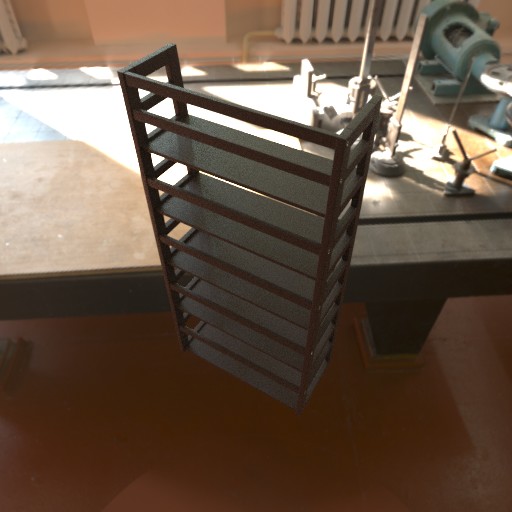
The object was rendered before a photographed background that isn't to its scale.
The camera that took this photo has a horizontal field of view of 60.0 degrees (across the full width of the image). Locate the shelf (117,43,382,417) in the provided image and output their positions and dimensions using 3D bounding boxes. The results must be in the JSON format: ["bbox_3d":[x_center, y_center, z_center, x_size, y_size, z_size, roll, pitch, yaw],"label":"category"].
[{"bbox_3d":[0.000,0.000,1.928,0.763,1.600,0.403,23,51,21],"label":"shelf"}]
